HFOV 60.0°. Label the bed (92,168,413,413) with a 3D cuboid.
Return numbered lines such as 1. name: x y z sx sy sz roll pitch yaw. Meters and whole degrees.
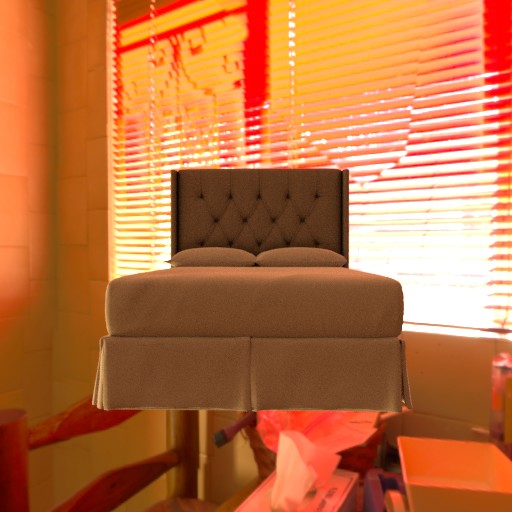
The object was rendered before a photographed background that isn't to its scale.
1. bed: 0.000 0.000 3.323 1.719 1.665 2.066 0 1 1
